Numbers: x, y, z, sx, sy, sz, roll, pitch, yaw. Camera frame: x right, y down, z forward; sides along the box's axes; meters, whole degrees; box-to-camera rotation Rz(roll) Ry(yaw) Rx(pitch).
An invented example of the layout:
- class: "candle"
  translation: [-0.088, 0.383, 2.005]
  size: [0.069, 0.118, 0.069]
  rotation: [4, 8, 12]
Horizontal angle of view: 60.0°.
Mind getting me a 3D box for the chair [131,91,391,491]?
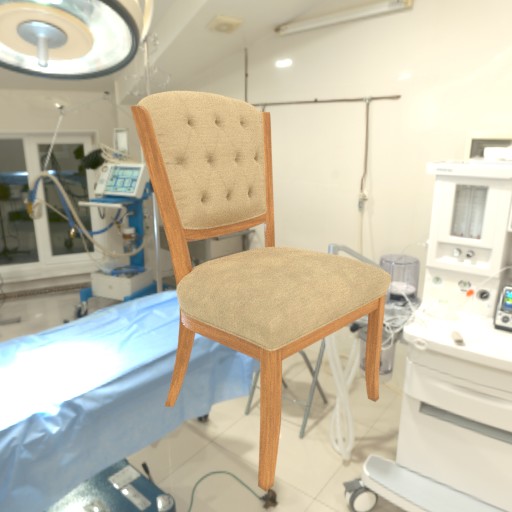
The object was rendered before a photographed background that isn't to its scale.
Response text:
- class: "chair"
  translation: [0.000, 0.000, 1.254]
  size: [0.584, 0.905, 0.513]
  rotation: [15, 21, 42]
